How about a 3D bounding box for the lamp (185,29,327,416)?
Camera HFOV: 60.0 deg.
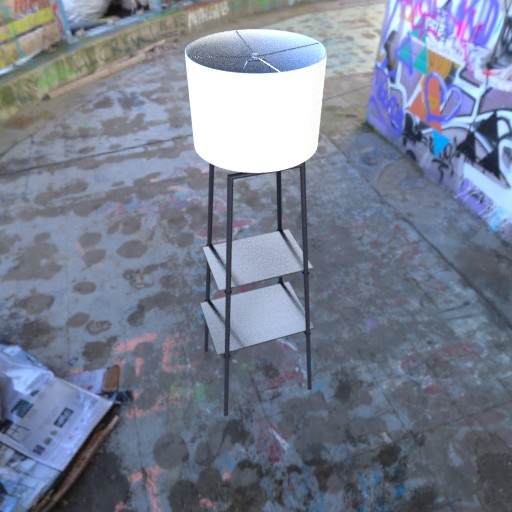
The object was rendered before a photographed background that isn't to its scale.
[{"bbox_3d":[0.000,0.000,1.668,0.427,1.474,0.384,-13,43,-14],"label":"lamp"}]
